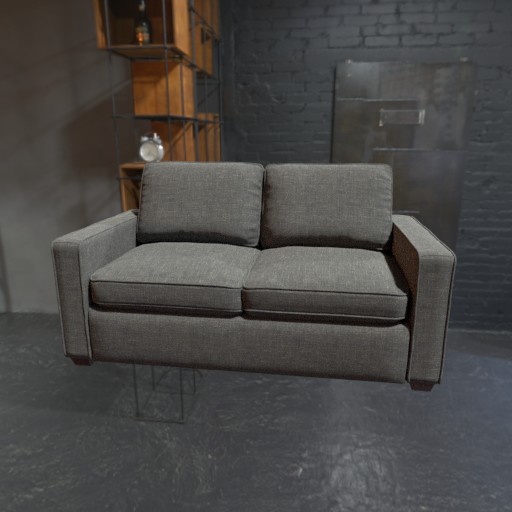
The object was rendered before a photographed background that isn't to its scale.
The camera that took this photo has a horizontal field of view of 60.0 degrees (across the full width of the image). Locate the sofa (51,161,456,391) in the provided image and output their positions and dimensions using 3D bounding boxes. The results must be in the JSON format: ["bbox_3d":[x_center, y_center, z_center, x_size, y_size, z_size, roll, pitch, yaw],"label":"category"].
[{"bbox_3d":[0.000,0.000,2.280,1.709,0.918,0.947,2,15,8],"label":"sofa"}]
